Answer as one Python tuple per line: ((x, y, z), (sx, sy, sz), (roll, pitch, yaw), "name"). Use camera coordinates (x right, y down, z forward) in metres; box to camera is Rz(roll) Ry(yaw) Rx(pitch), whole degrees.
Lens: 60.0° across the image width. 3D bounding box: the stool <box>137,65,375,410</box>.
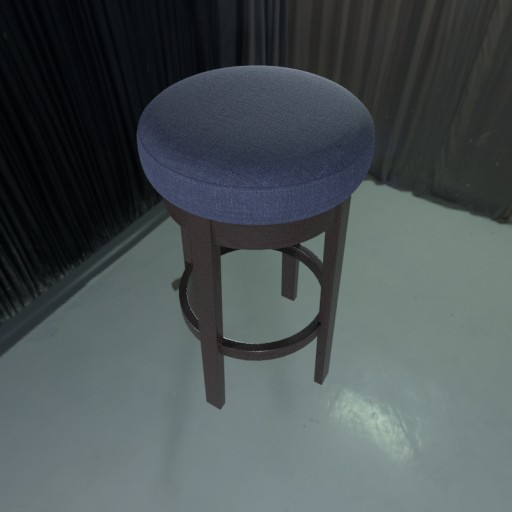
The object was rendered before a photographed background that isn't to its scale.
((0.000, 0.000, 1.045), (0.446, 0.758, 0.446), (0, 46, 0), "stool")
